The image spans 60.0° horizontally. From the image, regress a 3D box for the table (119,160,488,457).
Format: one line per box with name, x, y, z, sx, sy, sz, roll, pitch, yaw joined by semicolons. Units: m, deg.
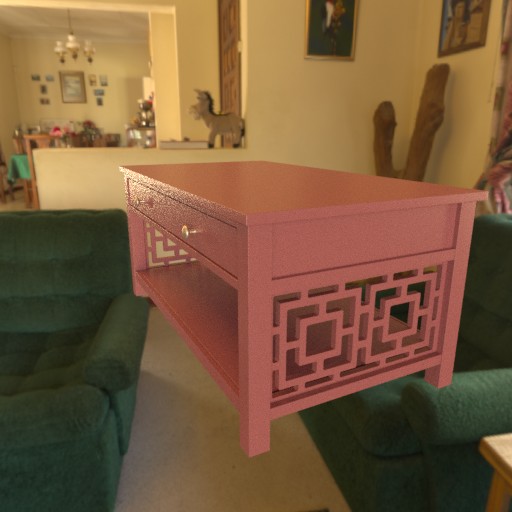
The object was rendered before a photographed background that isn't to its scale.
table;0.000;0.000;1.373;0.612;0.493;1.068;-8;18;-26
